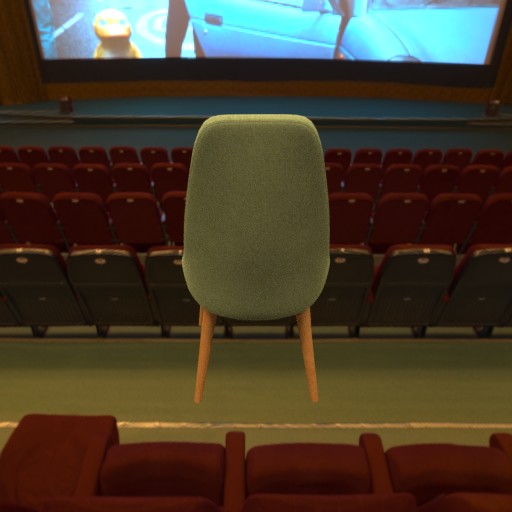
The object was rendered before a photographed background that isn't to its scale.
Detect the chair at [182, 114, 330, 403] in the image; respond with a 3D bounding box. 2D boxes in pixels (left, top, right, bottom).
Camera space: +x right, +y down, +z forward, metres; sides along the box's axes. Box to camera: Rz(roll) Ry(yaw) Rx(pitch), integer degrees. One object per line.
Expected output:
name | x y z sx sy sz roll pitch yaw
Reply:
chair | 0.000 0.000 1.441 0.510 1.040 0.660 0 31 -1
